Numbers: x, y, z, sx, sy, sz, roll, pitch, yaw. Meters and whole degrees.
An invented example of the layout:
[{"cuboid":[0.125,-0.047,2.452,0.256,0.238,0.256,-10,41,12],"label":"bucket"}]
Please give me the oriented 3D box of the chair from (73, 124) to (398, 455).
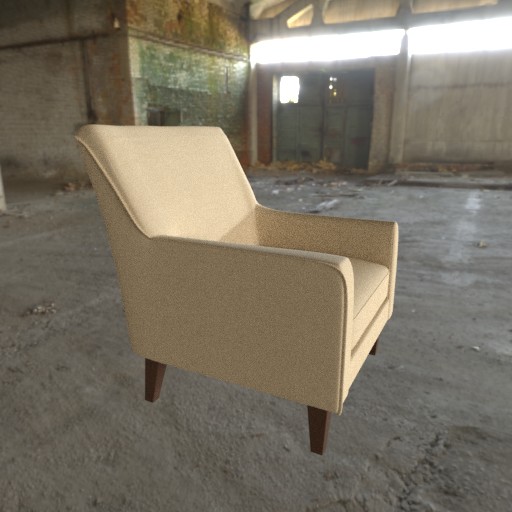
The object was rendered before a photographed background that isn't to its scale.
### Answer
[{"cuboid":[0.000,0.000,1.619,0.899,0.919,0.780,8,17,26],"label":"chair"}]
